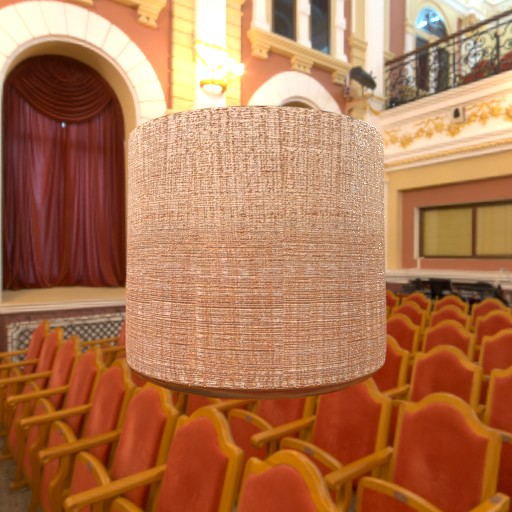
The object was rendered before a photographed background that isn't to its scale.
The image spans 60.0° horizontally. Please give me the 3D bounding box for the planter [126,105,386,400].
[{"bbox_3d":[0.000,0.000,0.314,0.177,0.157,0.177,0,0,0],"label":"planter"}]
